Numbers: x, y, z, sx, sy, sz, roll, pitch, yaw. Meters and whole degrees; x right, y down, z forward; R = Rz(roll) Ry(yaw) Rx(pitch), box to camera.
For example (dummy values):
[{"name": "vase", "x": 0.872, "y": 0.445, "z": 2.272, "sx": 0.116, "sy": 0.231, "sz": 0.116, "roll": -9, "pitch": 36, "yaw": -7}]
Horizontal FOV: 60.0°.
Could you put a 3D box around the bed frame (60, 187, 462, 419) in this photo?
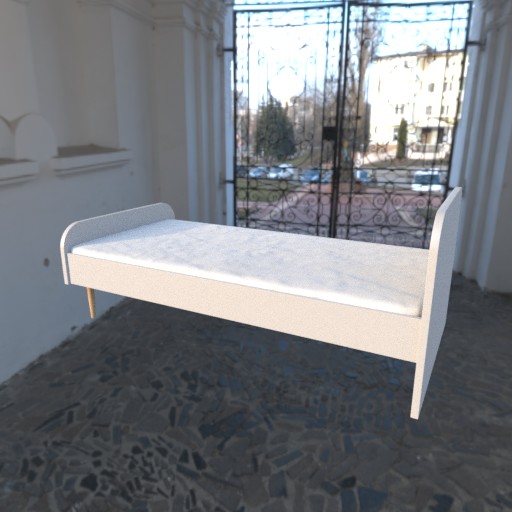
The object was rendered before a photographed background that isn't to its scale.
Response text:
[{"name": "bed frame", "x": 0.000, "y": 0.000, "z": 2.483, "sx": 1.963, "sy": 0.805, "sz": 0.998, "roll": 8, "pitch": 18, "yaw": 27}]
